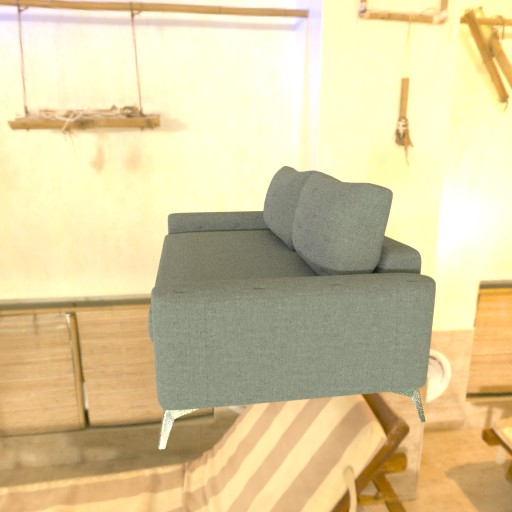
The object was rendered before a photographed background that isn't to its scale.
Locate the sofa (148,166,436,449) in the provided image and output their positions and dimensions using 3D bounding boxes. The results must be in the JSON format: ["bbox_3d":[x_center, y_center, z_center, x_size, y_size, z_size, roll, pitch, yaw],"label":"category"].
[{"bbox_3d":[0.000,0.000,2.107,0.920,0.790,1.650,-2,14,-9],"label":"sofa"}]
